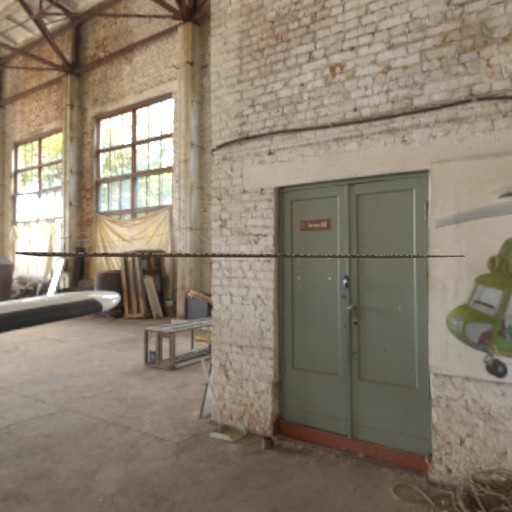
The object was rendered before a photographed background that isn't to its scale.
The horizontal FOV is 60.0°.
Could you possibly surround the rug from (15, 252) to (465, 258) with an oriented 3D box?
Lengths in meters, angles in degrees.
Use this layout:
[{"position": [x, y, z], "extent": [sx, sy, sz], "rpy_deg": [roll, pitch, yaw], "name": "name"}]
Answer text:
[{"position": [0.000, 0.000, 2.465], "extent": [2.277, 0.008, 0.676], "rpy_deg": [0, -1, -18], "name": "rug"}]
